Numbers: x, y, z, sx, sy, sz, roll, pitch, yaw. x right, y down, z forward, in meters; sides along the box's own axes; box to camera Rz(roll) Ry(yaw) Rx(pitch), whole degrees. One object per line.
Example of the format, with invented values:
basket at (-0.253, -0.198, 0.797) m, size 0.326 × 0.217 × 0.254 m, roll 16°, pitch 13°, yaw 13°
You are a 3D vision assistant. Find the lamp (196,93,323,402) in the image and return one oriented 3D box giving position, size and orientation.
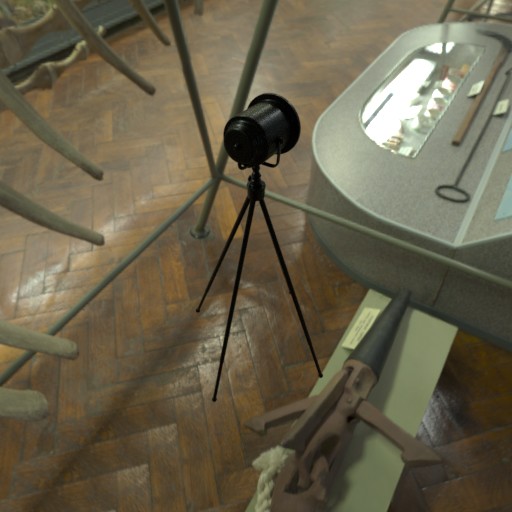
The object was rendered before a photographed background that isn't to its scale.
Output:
lamp at (0.000, 0.000, 2.092) m, size 0.879 × 1.504 × 0.884 m, roll 24°, pitch 52°, yaw 21°
